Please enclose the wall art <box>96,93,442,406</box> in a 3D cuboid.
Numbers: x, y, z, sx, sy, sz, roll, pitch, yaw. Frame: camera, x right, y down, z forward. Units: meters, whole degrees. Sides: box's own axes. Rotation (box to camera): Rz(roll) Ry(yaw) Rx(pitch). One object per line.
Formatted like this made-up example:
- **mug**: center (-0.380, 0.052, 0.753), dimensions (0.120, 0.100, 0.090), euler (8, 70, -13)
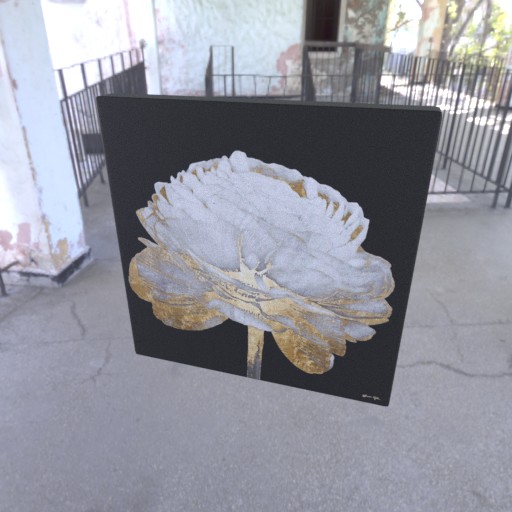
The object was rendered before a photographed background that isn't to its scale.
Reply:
- **wall art**: center (0.000, 0.000, 0.608), dimensions (0.406, 0.407, 0.041), euler (8, 28, 15)
